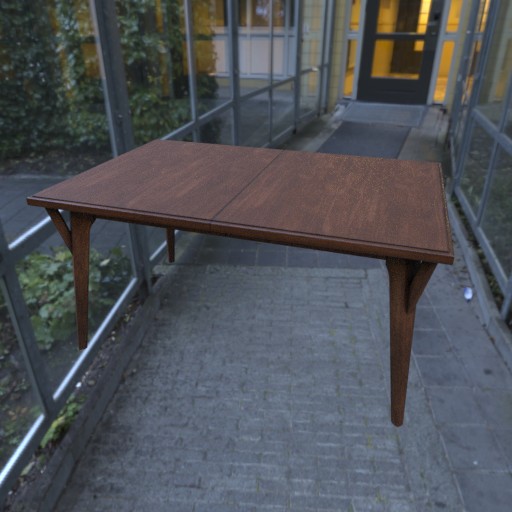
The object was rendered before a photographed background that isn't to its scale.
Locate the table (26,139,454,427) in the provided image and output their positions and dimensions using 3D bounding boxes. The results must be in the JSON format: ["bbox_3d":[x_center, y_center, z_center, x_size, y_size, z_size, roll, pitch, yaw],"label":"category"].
[{"bbox_3d":[0.000,0.000,2.072,1.524,0.761,0.990,9,29,16],"label":"table"}]
